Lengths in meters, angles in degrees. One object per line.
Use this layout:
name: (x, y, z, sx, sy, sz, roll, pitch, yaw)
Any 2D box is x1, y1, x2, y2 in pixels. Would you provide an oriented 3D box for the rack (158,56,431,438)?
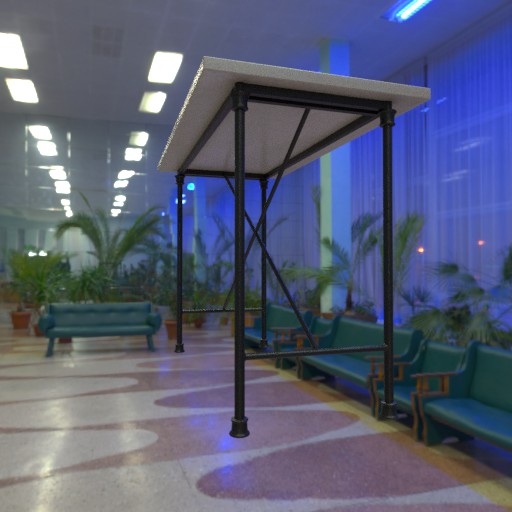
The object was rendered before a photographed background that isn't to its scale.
rack: (0.000, 0.000, 1.635, 0.613, 0.880, 1.159, 0, -1, -18)
